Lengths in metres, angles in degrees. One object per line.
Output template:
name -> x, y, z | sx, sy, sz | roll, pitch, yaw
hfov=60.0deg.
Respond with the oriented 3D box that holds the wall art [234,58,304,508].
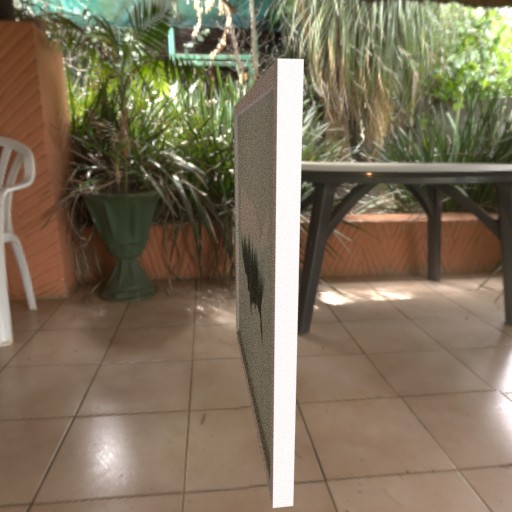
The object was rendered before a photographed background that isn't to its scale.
wall art -> 0.000, 0.000, 1.088 | 0.038, 0.762, 0.762 | -2, 14, -7
